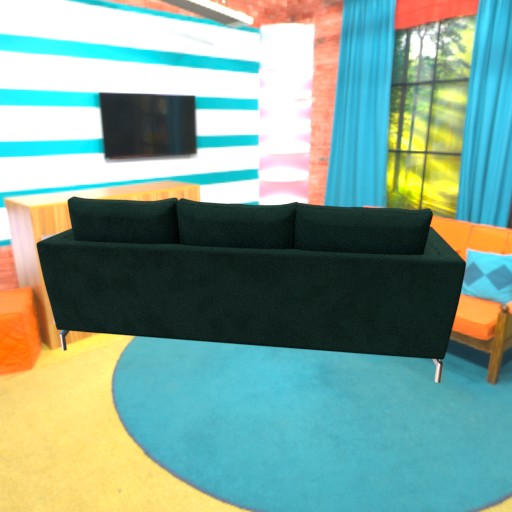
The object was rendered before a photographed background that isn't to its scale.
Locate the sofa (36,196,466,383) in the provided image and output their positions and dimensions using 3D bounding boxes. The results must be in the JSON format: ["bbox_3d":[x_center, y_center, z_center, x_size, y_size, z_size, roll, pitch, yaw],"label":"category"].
[{"bbox_3d":[0.000,0.000,3.222,2.441,1.007,1.489,3,17,9],"label":"sofa"}]
